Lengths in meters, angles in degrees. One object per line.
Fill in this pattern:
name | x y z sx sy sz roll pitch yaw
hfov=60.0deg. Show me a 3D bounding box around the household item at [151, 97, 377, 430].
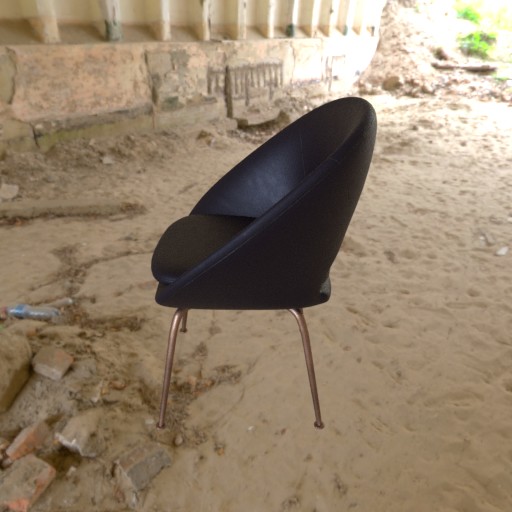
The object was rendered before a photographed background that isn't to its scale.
household item | 0.000 0.000 1.269 0.573 0.852 0.623 0 27 0
